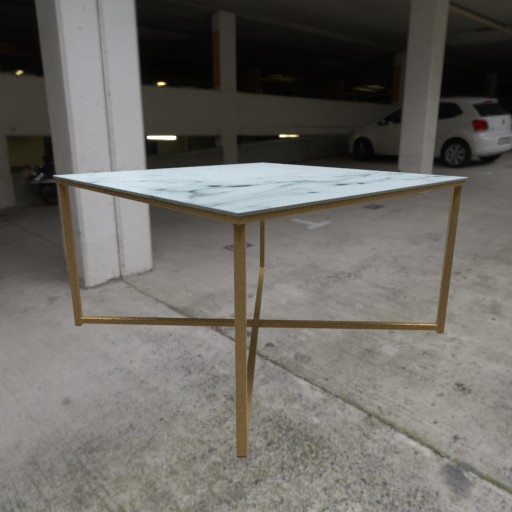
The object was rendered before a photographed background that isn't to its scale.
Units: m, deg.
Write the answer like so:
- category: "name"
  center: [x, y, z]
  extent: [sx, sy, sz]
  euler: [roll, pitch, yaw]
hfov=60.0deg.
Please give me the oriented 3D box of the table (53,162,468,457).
- category: "table"
  center: [0.000, 0.000, 1.266]
  extent: [0.800, 0.450, 0.800]
  euler: [-14, 21, -40]
